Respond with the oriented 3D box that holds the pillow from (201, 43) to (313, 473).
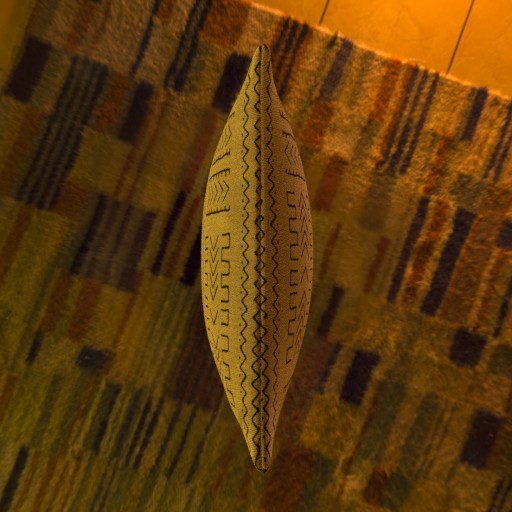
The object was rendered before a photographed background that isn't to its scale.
[{"bbox_3d":[0.000,0.000,0.651,0.164,0.430,0.438,0,89,-2],"label":"pillow"}]
